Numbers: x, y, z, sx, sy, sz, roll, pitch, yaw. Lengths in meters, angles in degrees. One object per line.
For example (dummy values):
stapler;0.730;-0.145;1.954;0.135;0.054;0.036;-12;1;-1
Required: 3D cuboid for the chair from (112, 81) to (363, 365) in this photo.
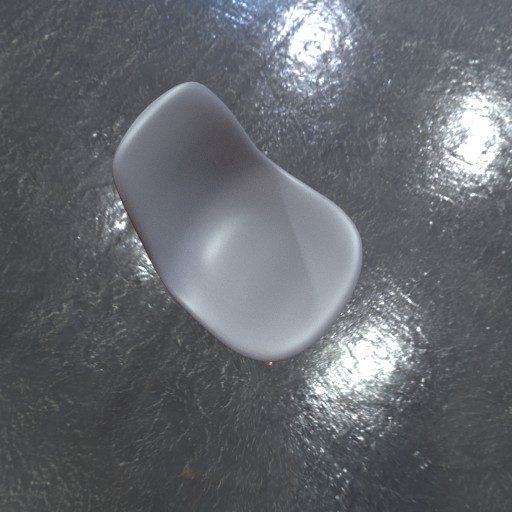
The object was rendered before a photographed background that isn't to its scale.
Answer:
chair;0.000;0.000;1.179;0.533;0.826;0.470;36;77;10
